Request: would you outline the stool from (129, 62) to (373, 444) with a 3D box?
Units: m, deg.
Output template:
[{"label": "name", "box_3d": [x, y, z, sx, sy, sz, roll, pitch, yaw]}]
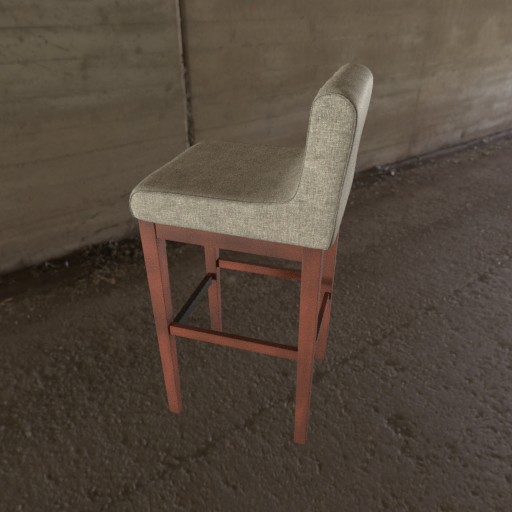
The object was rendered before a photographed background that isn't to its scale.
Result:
[{"label": "stool", "box_3d": [0.000, 0.000, 1.225, 0.499, 0.965, 0.426, 8, 31, 14]}]
